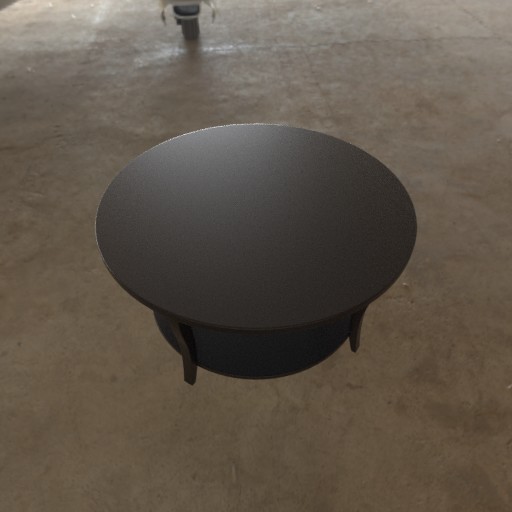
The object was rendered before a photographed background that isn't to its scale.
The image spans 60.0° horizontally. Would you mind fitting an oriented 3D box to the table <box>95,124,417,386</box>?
[{"bbox_3d":[0.000,0.000,1.457,0.914,0.457,0.914,0,45,0],"label":"table"}]
